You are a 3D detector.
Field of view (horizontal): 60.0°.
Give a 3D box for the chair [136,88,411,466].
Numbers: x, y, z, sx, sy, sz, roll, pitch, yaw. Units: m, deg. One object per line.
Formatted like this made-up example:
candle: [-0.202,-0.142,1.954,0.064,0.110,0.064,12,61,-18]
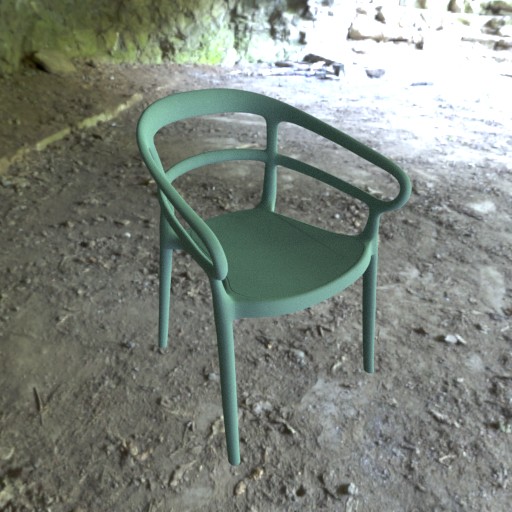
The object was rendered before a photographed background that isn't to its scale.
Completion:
chair: [0.000,0.000,1.172,0.559,0.761,0.527,-21,37,-32]
